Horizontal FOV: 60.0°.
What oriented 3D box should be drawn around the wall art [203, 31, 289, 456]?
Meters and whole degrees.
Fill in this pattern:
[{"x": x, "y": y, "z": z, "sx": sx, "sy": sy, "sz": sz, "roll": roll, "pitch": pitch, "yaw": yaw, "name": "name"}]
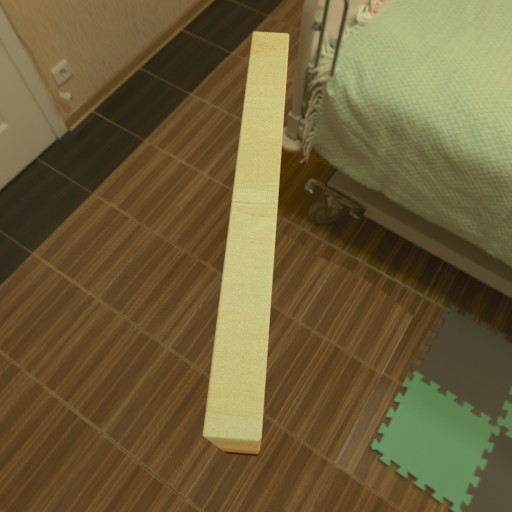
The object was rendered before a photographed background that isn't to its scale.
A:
[{"x": 0.000, "y": 0.000, "z": 0.477, "sx": 0.037, "sy": 0.251, "sz": 0.383, "roll": 4, "pitch": 64, "yaw": 2, "name": "wall art"}]
